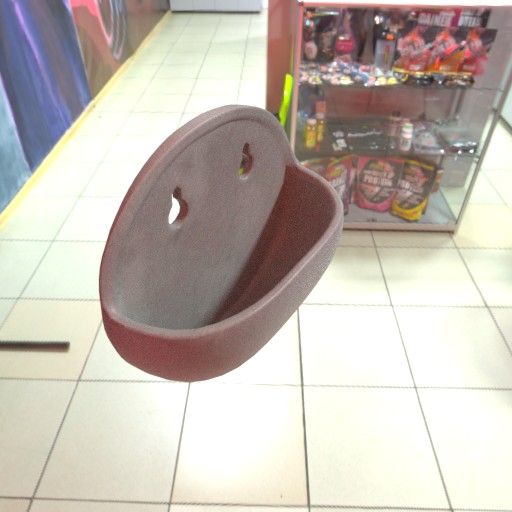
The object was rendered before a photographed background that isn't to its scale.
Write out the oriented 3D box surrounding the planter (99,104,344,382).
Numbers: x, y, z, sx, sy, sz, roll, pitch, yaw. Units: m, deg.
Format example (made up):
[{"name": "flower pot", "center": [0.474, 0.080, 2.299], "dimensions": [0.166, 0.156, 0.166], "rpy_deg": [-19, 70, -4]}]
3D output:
[{"name": "planter", "center": [0.000, 0.000, 0.273], "dimensions": [0.073, 0.164, 0.190], "rpy_deg": [24, 45, 26]}]
